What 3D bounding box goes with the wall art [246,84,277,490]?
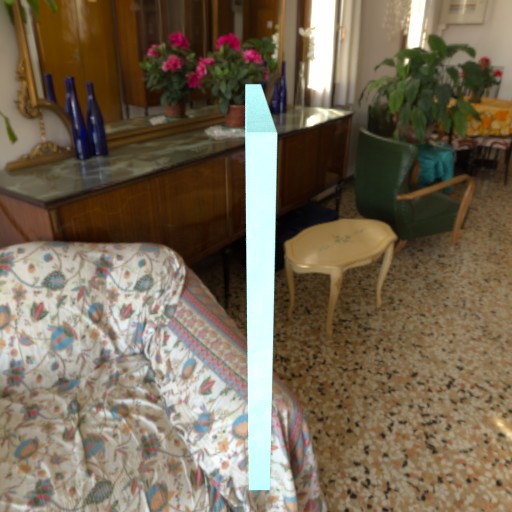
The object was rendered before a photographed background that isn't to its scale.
[{"bbox_3d":[0.000,0.000,0.902,0.036,0.603,0.603,-1,26,-1],"label":"wall art"}]
